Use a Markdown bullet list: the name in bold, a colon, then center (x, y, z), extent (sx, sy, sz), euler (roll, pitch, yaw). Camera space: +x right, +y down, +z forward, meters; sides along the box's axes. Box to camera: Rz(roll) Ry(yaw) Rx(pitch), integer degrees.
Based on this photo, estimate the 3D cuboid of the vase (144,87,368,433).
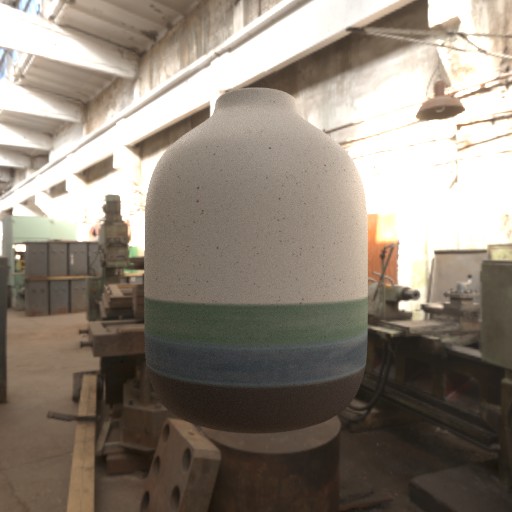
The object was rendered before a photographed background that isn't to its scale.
- **vase**: center (0.000, 0.000, 0.346), extent (0.169, 0.240, 0.169), euler (0, -1, 0)
